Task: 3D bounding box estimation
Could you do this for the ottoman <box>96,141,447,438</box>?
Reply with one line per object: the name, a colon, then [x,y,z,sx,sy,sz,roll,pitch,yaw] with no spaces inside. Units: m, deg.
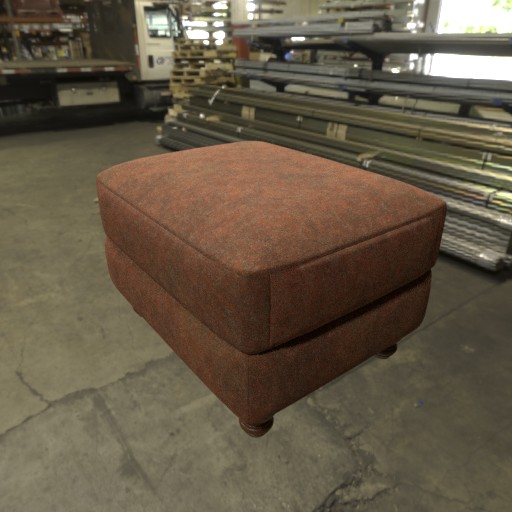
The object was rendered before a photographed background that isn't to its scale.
ottoman: [0.000,0.000,1.206,0.635,0.508,0.787,-19,32,-33]
